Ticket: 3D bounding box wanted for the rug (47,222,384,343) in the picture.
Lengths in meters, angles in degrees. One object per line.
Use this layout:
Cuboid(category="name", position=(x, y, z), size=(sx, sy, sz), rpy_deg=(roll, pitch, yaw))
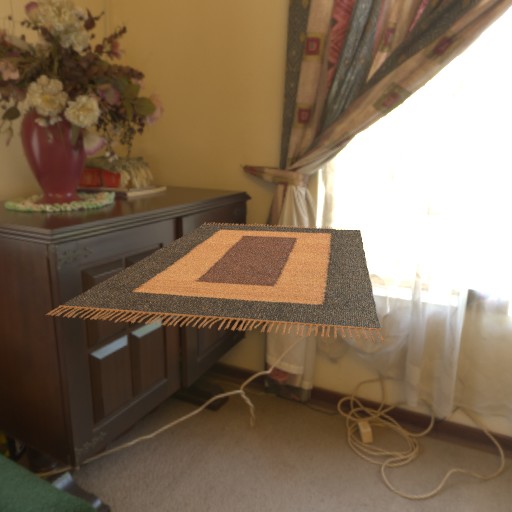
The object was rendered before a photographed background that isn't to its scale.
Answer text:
Cuboid(category="rug", position=(0.000, 0.000, 1.873), size=(0.920, 0.013, 1.541), rpy_deg=(3, 14, 11))
